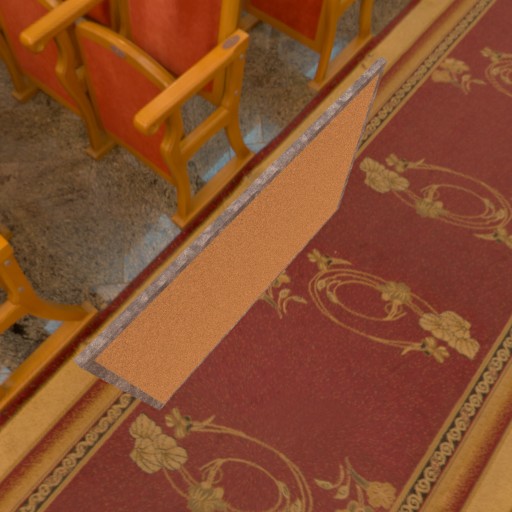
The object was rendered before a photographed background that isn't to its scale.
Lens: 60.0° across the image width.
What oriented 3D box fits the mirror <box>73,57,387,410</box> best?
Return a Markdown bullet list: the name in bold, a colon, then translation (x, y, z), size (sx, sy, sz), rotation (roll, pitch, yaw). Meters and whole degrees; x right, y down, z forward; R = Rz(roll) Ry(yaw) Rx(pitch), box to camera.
- **mirror**: translation (0.000, 0.000, 1.415), size (0.022, 0.795, 1.101), rotation (37, 70, 16)
